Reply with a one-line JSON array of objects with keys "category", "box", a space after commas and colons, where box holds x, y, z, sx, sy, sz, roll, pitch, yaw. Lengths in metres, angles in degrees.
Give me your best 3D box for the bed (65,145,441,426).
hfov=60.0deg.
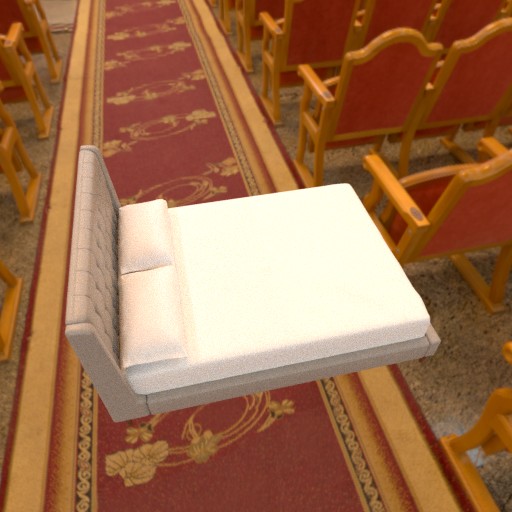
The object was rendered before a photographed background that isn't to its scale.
[{"category": "bed", "box": [0.000, 0.000, 3.214, 2.232, 1.147, 1.656, -9, 47, -9]}]
